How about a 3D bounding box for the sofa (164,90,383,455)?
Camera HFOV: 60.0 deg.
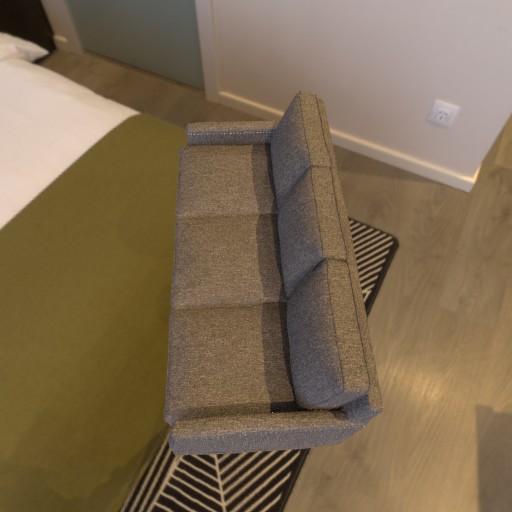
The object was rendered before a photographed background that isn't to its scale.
[{"bbox_3d":[0.000,0.000,2.870,1.084,1.003,2.246,-2,58,-2],"label":"sofa"}]
